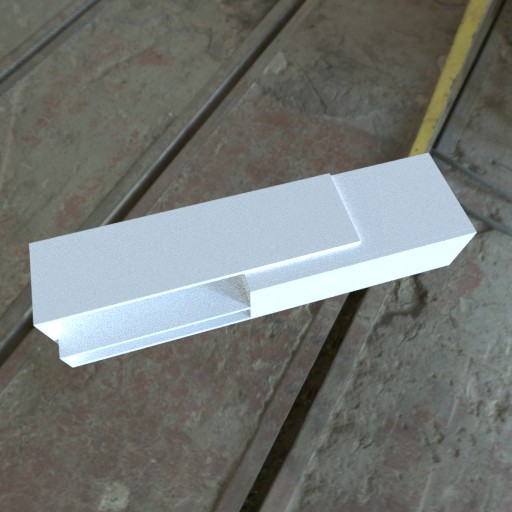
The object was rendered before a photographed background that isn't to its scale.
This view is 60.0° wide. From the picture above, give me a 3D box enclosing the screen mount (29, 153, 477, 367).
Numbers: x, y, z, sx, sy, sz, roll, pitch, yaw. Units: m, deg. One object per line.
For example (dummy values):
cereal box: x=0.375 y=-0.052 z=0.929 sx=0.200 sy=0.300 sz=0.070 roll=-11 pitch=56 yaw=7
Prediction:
screen mount: x=0.000 y=0.000 z=1.845 sx=1.680 sy=0.320 sz=0.420 roll=-14 pitch=63 yaw=-7
